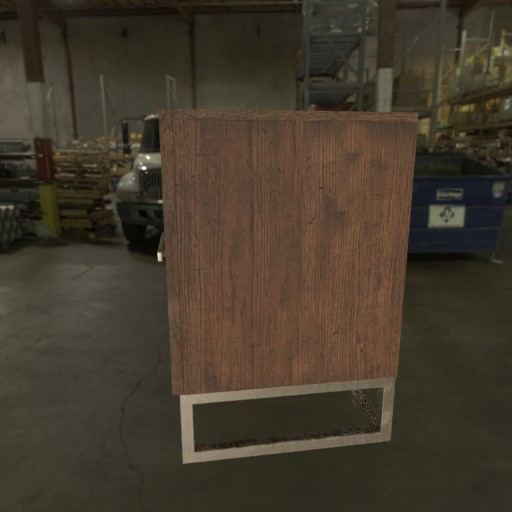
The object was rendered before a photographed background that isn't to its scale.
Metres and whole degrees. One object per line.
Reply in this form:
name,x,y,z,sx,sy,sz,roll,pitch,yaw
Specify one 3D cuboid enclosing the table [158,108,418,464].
table,0.000,0.000,1.289,0.542,0.746,0.767,-2,14,-9
